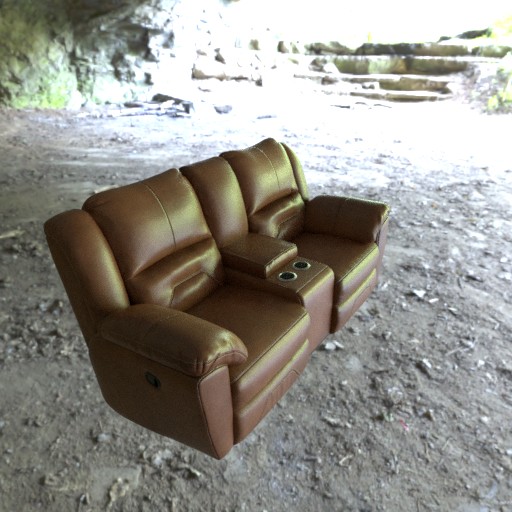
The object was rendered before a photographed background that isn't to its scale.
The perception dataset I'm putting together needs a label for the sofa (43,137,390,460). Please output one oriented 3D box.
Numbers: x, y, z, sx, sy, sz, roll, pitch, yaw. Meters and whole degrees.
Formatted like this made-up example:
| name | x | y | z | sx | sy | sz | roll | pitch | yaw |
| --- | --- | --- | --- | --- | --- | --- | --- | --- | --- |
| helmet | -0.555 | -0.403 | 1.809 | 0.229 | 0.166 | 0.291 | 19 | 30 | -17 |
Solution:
| name | x | y | z | sx | sy | sz | roll | pitch | yaw |
| --- | --- | --- | --- | --- | --- | --- | --- | --- | --- |
| sofa | 0.000 | 0.000 | 2.598 | 0.991 | 1.043 | 2.058 | 17 | 31 | 30 |
